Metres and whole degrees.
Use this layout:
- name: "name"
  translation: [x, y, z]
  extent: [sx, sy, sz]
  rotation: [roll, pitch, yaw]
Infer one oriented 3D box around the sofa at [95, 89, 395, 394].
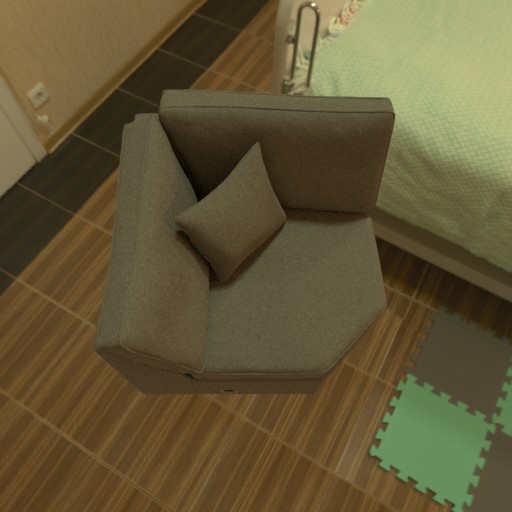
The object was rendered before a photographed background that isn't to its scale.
- name: "sofa"
  translation: [0.000, 0.000, 1.872]
  extent: [1.042, 0.951, 1.050]
  rotation: [1, 62, 0]
